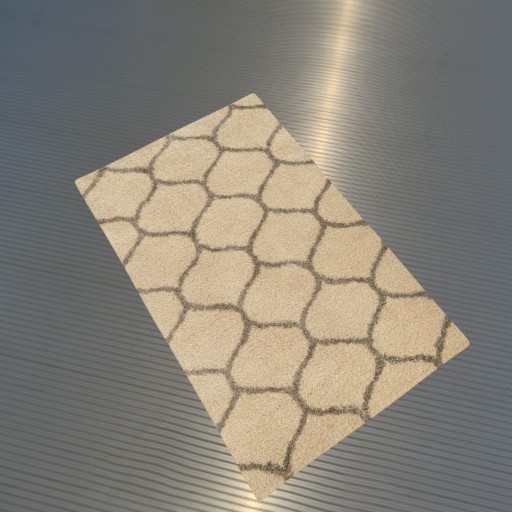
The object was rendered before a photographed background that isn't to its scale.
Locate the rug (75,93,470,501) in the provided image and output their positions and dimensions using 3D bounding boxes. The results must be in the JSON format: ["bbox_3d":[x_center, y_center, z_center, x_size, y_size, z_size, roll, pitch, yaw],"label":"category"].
[{"bbox_3d":[0.000,0.000,2.856,1.501,0.024,2.348,-31,69,-13],"label":"rug"}]
